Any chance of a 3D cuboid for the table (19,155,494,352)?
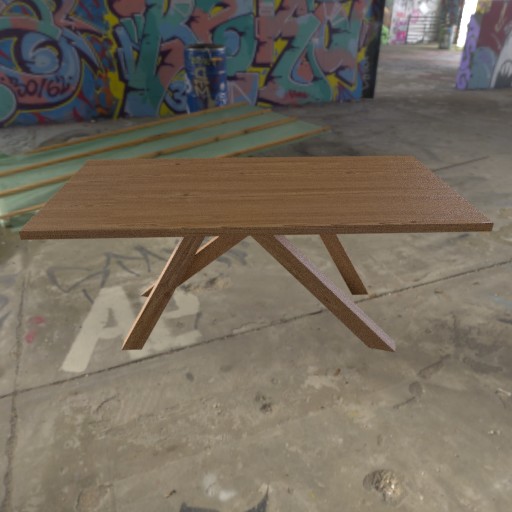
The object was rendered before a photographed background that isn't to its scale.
[{"bbox_3d":[0.000,0.000,2.248,1.797,0.750,0.901,-1,29,-2],"label":"table"}]
